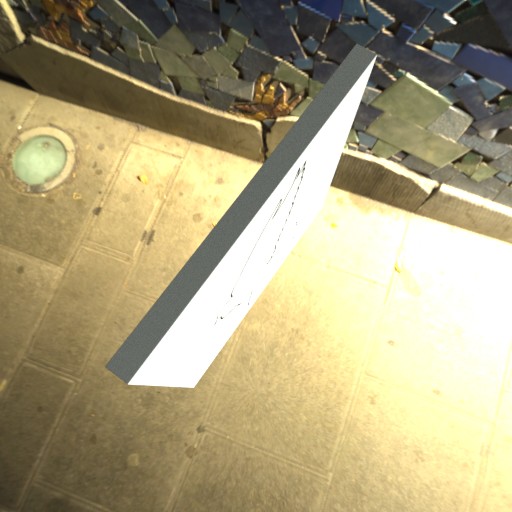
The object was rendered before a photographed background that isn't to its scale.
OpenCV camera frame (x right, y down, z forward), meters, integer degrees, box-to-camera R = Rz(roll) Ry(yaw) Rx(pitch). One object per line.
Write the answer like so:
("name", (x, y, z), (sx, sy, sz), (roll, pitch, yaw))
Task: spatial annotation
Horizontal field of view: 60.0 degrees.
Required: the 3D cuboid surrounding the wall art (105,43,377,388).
("wall art", (0.000, 0.000, 0.920), (0.038, 0.610, 0.610), (34, 76, 10))
